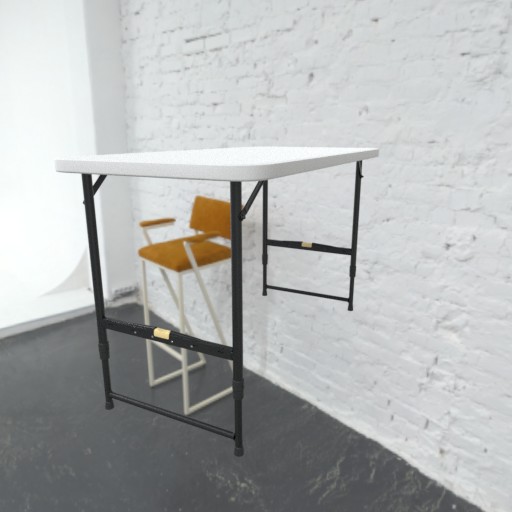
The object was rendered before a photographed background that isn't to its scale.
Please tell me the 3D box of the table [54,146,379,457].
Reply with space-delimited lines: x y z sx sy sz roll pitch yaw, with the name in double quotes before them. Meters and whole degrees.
"table" 0.000 0.000 1.608 0.610 0.737 1.219 8 17 26
